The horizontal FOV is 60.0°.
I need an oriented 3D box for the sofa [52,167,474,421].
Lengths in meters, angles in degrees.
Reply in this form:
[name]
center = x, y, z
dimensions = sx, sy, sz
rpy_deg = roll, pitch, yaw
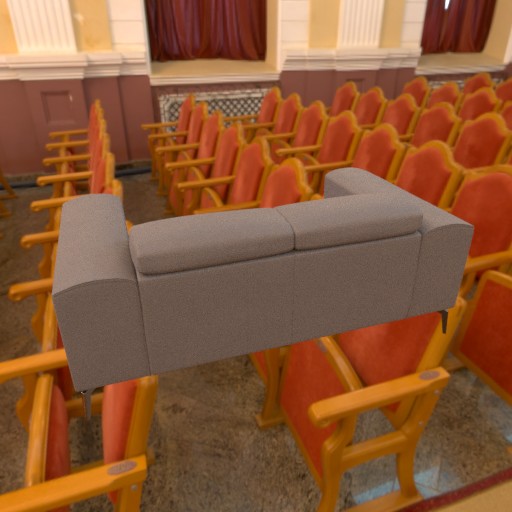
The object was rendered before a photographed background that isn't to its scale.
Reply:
[sofa]
center = 0.000, 0.000, 2.349
dimensions = 1.895, 0.779, 1.003
rpy_deg = -9, 29, -17
